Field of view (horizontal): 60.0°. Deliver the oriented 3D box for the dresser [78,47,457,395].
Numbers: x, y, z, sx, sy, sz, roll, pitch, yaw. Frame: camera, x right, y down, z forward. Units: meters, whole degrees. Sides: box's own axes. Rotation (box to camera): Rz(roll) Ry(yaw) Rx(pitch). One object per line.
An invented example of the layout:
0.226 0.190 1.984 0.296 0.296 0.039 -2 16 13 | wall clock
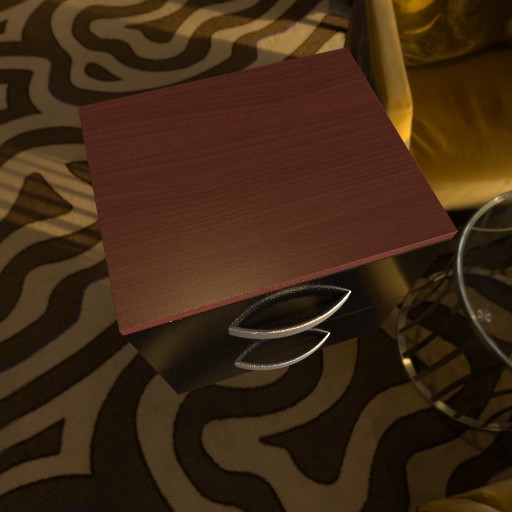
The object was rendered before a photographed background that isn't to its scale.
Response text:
0.000 0.000 0.769 0.400 0.470 0.360 -16 64 -8 | dresser
